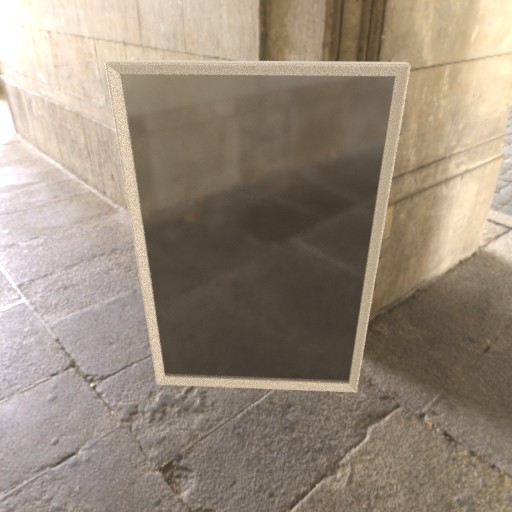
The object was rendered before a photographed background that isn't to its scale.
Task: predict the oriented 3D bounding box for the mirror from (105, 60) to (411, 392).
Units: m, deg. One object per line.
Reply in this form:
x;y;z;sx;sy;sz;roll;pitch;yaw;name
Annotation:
0.000;0.000;1.132;0.609;0.915;0.041;1;31;3;mirror
